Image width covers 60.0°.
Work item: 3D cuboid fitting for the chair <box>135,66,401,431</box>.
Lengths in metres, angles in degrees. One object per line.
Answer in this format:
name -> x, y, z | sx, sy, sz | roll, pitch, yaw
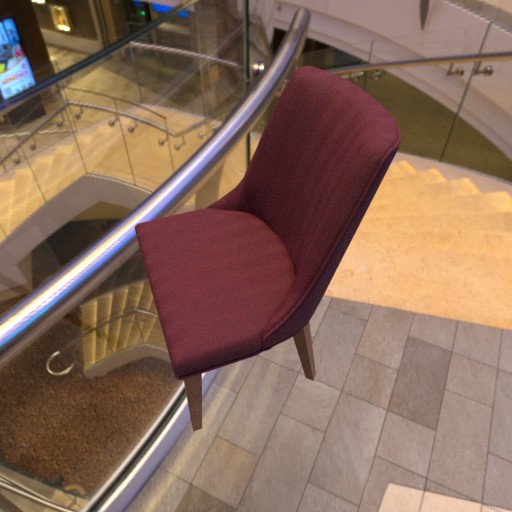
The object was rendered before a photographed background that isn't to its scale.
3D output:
chair -> 0.000, 0.000, 1.322 | 0.638, 0.916, 0.548 | -15, 49, -14
